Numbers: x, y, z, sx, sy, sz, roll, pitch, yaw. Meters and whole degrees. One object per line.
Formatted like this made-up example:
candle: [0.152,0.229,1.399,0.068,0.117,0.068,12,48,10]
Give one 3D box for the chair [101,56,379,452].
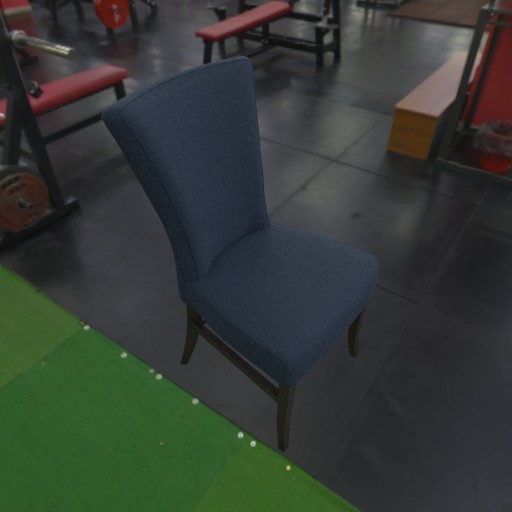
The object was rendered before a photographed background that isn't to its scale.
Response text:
chair: [0.000,0.000,1.376,0.660,0.991,0.520,27,48,28]
